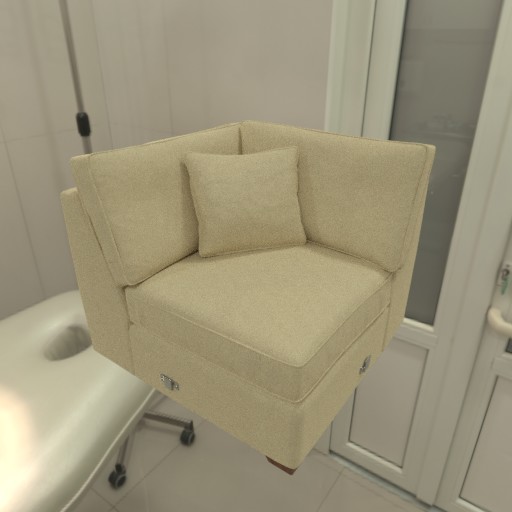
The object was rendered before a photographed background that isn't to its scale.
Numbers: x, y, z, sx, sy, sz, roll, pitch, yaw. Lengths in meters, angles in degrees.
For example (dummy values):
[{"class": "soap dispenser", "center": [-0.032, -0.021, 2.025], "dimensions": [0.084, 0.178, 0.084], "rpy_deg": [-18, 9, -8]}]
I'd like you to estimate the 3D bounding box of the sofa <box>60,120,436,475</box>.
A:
[{"class": "sofa", "center": [0.000, 0.000, 1.923], "dimensions": [1.146, 1.002, 1.084], "rpy_deg": [18, 32, 31]}]
